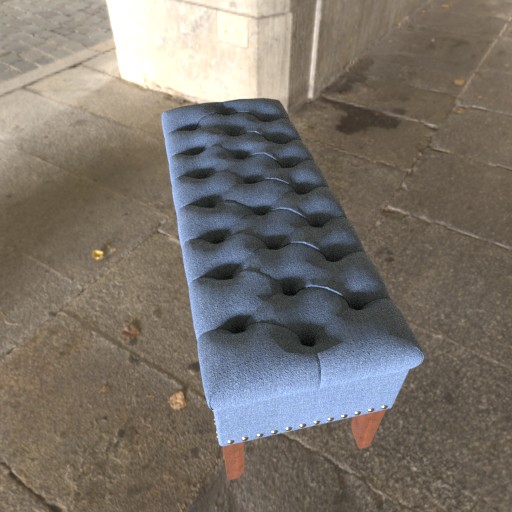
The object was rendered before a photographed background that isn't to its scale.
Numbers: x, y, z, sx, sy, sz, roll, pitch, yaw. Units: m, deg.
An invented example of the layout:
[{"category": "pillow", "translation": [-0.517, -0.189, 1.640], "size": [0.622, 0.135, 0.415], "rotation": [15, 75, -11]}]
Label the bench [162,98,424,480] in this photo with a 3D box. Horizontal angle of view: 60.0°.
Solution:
[{"category": "bench", "translation": [0.000, 0.000, 1.293], "size": [0.417, 0.492, 1.052], "rotation": [-9, 46, -9]}]
